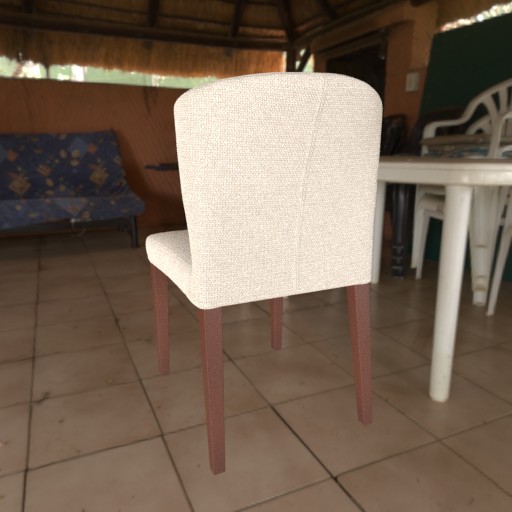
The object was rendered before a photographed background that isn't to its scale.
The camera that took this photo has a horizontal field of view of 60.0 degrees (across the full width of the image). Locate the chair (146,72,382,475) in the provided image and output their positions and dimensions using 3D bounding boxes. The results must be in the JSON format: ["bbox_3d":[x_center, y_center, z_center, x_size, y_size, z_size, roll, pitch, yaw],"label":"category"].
[{"bbox_3d":[0.000,0.000,1.181,0.491,0.839,0.589,-7,15,-25],"label":"chair"}]
